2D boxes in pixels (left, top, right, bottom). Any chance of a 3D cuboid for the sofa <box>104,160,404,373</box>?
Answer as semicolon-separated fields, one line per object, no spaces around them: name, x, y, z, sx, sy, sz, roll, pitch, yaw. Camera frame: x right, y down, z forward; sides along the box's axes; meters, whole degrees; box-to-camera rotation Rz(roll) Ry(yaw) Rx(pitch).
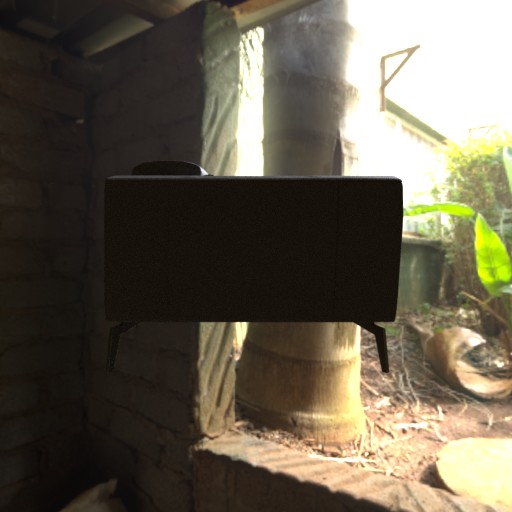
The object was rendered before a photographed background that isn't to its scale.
sofa;0.000;0.000;2.365;1.003;0.779;1.895;0;-1;0
